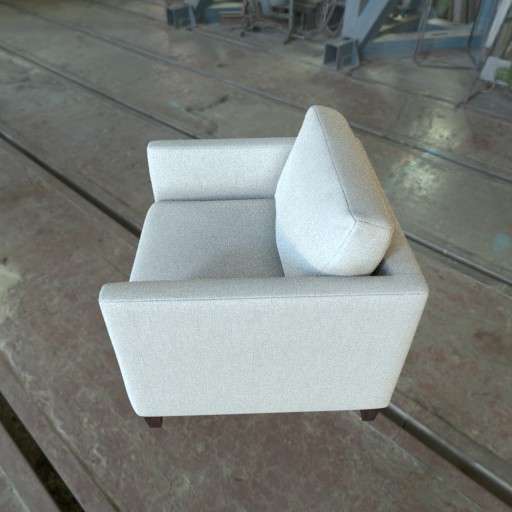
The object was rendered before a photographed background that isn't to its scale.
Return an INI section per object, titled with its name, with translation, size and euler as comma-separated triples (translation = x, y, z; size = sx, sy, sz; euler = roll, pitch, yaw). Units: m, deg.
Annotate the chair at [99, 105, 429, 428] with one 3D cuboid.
[chair]
translation = 0.000, 0.000, 1.741
size = 0.959, 0.919, 0.996
euler = -1, 41, -2
